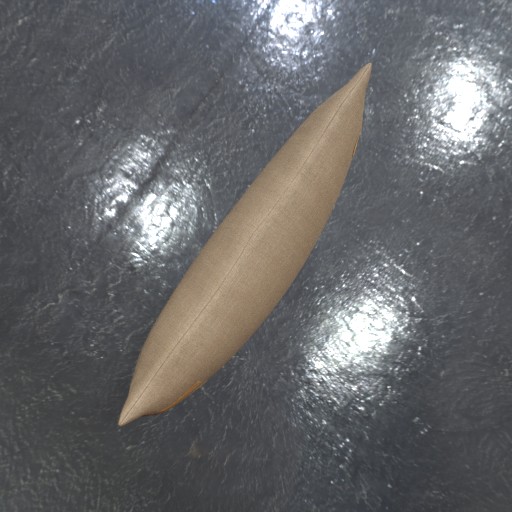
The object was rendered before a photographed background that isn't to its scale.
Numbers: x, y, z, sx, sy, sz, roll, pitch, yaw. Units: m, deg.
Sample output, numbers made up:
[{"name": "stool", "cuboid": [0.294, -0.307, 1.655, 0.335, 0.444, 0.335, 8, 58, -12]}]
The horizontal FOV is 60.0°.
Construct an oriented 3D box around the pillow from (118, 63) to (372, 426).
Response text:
[{"name": "pillow", "cuboid": [0.000, 0.000, 0.734, 0.148, 0.308, 0.612, 33, 79, 7]}]
